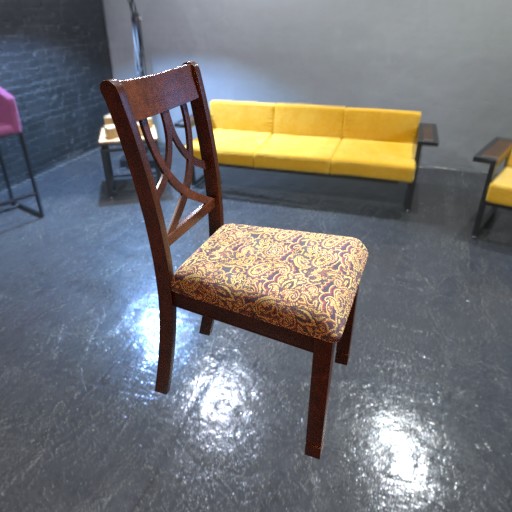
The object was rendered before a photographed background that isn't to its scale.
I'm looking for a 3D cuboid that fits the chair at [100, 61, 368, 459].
[{"bbox_3d":[0.000,0.000,1.265,0.584,0.965,0.457,11,32,18],"label":"chair"}]
